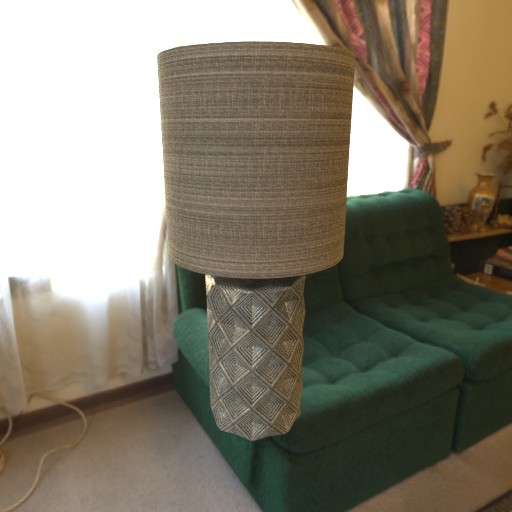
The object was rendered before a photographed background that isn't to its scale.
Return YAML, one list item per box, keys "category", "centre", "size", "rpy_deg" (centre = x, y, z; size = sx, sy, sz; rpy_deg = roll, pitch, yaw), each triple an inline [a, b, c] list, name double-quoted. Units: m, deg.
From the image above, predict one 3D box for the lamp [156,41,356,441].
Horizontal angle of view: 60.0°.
- category: "lamp"
  centre: [0.000, 0.000, 0.691]
  size: [0.268, 0.566, 0.269]
  rpy_deg: [15, 22, 41]
